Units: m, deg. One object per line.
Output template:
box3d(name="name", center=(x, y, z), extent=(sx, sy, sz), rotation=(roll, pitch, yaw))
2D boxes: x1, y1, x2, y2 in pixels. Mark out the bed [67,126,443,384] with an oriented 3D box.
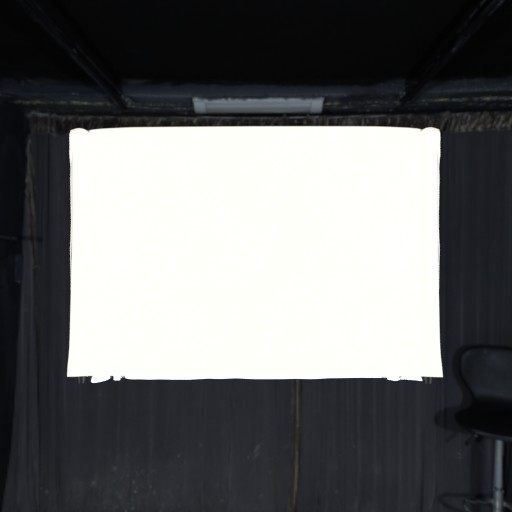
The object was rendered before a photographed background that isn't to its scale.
box3d(name="bed", center=(0.000, 0.000, 3.381), extent=(1.925, 1.332, 2.276), rotation=(0, 0, 0))
